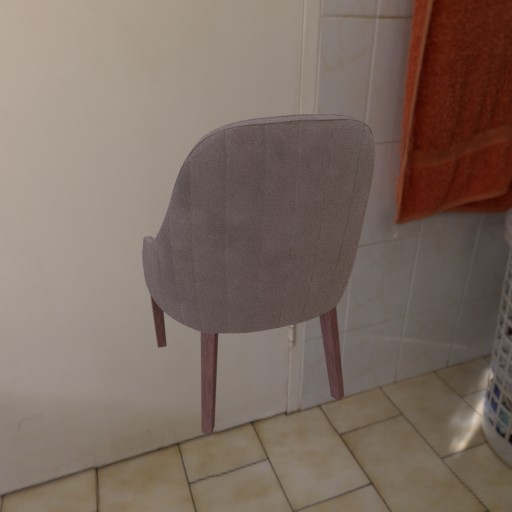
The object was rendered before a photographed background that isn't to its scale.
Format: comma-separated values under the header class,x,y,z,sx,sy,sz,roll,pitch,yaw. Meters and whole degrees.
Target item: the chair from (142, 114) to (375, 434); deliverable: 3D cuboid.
class,x,y,z,sx,sy,sz,roll,pitch,yaw
chair,0.000,0.000,1.324,0.643,0.889,0.575,-8,28,-17
